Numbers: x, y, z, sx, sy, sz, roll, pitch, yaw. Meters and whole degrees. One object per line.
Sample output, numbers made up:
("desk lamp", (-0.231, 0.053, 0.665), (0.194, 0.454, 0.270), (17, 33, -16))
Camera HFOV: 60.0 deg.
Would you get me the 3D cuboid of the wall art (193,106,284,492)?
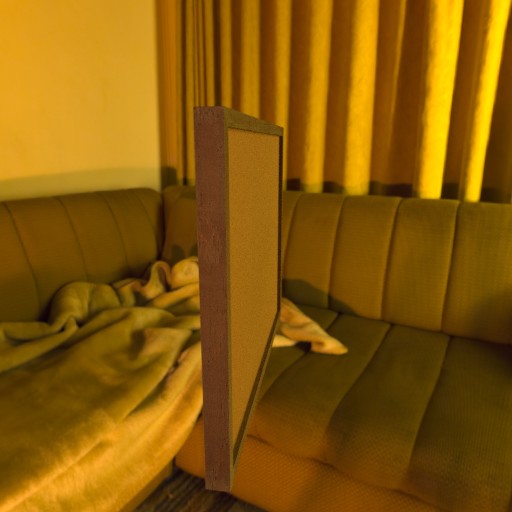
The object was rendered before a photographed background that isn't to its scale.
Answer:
("wall art", (0.000, 0.000, 1.733), (0.070, 1.009, 1.320), (2, 14, 9))
